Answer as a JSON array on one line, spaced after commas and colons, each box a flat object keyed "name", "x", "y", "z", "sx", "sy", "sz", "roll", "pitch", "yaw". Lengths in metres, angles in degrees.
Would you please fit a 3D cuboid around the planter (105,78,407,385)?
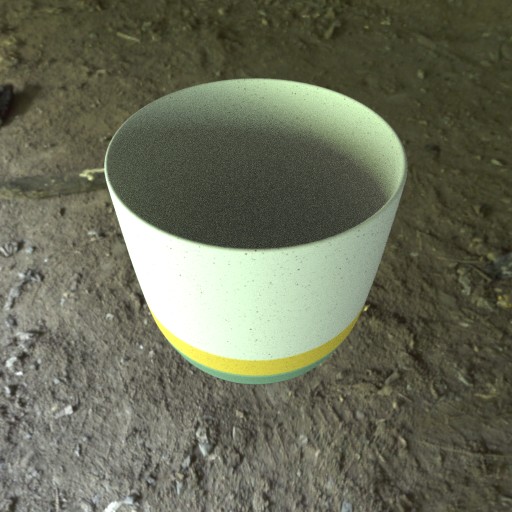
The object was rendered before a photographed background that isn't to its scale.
[{"name": "planter", "x": 0.000, "y": 0.000, "z": 0.369, "sx": 0.195, "sy": 0.214, "sz": 0.195, "roll": 0, "pitch": 47, "yaw": 0}]
